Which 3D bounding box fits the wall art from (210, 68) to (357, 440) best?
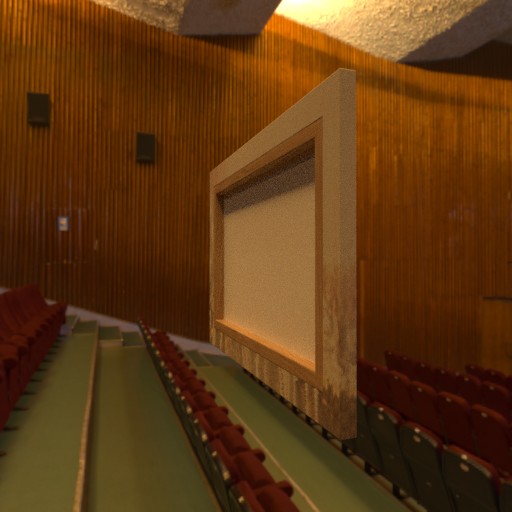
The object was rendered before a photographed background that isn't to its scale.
[{"bbox_3d":[0.000,0.000,1.445,0.041,0.758,1.142,0,-1,-19],"label":"wall art"}]
